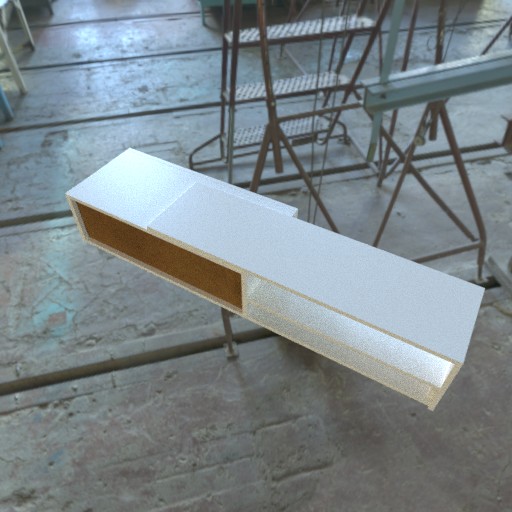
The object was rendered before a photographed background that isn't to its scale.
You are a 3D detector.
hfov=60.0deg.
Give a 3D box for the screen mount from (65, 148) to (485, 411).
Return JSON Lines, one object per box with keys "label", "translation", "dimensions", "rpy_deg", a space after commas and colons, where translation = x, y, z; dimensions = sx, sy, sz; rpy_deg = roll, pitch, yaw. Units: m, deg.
{"label": "screen mount", "translation": [0.000, 0.000, 1.862], "dimensions": [1.680, 0.320, 0.420], "rpy_deg": [23, 50, 20]}
